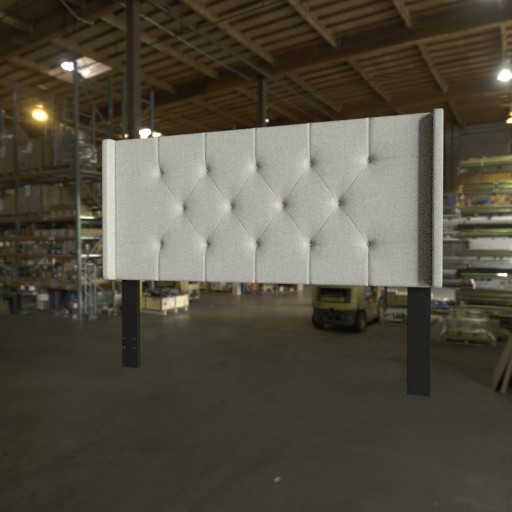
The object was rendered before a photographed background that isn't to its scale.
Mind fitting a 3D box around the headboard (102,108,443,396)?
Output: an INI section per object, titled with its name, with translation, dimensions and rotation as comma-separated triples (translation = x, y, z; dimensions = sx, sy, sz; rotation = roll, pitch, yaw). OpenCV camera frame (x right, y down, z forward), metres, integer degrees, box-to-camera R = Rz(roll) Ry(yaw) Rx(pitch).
[headboard]
translation = 0.000, 0.000, 2.655
dimensions = 2.051, 1.524, 0.184
rotation = 0, 1, 18
